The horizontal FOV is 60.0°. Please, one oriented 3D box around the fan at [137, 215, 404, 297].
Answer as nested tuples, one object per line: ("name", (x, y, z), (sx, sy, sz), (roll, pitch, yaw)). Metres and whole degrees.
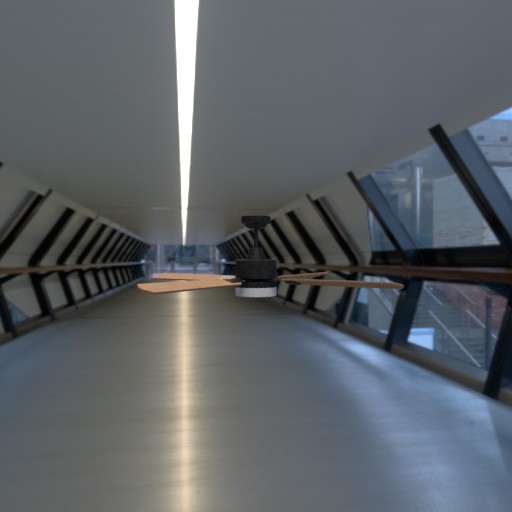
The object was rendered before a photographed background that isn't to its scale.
("fan", (0.000, 0.000, 2.003), (1.320, 0.355, 1.320), (0, 0, 35))
